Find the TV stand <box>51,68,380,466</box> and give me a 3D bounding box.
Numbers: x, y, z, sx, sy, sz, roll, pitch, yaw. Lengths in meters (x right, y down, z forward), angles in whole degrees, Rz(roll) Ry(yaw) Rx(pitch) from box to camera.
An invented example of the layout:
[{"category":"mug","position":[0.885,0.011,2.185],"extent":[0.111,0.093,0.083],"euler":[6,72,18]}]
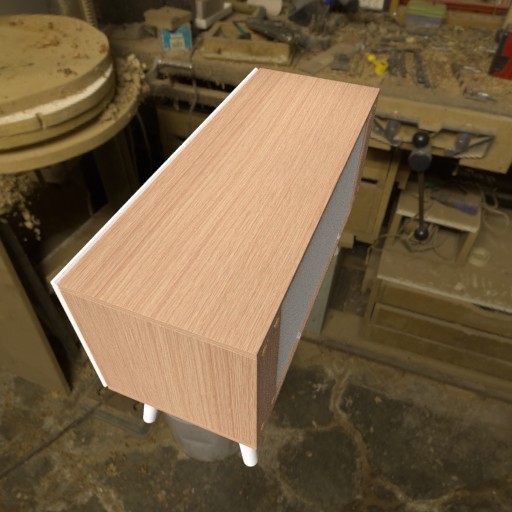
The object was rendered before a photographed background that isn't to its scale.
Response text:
[{"category":"TV stand","position":[0.000,0.000,1.308],"extent":[0.407,0.660,0.991],"euler":[16,48,15]}]
